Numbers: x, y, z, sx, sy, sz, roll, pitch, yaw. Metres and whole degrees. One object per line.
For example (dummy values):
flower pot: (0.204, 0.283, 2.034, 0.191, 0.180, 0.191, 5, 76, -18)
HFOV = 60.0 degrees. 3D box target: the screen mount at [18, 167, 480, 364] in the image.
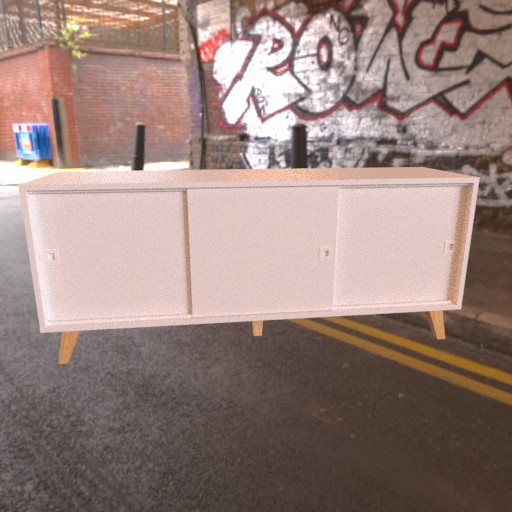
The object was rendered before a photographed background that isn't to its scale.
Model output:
screen mount: (0.000, 0.000, 1.698, 1.490, 0.619, 0.400, -2, 17, -7)
